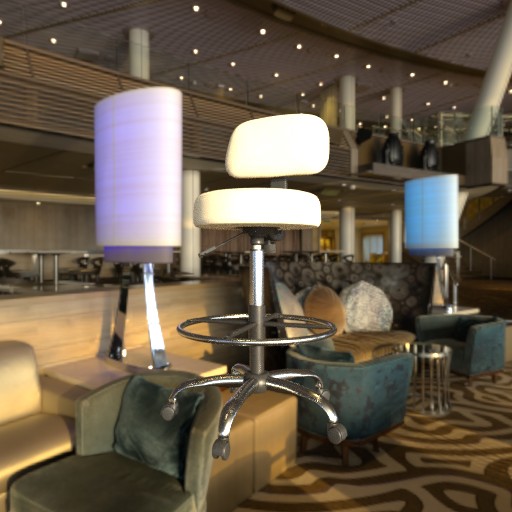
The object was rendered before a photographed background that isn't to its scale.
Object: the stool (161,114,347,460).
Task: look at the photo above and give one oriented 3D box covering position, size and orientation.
[{"bbox_3d":[0.000,0.000,1.448,0.609,1.080,0.616,0,0,19],"label":"stool"}]
